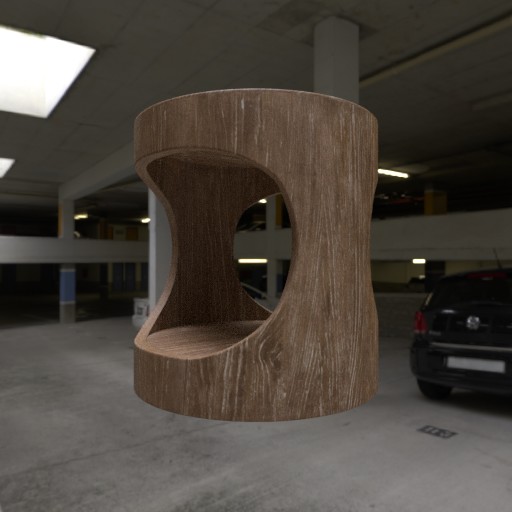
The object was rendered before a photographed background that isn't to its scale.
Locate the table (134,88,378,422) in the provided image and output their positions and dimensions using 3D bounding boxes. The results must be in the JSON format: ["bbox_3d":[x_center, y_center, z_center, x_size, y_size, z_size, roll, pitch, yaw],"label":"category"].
[{"bbox_3d":[0.000,0.000,0.993,0.527,0.551,0.527,0,0,0],"label":"table"}]
